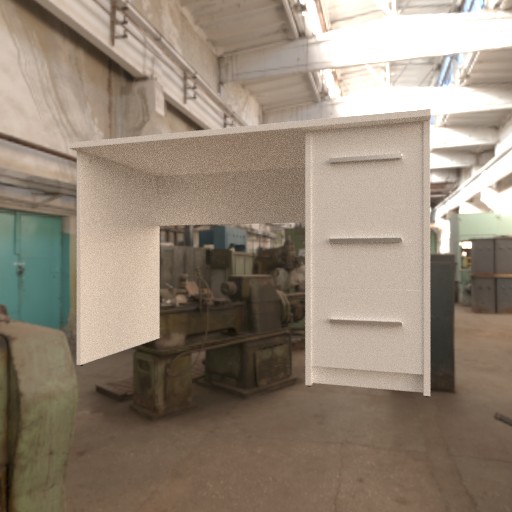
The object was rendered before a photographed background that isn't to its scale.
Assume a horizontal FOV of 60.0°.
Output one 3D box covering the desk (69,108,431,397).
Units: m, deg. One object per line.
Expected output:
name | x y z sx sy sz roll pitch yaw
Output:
desk | 0.000 0.000 1.539 1.097 0.735 0.560 0 0 18
